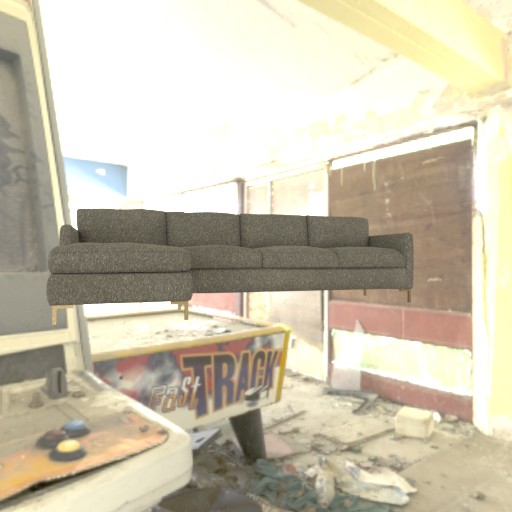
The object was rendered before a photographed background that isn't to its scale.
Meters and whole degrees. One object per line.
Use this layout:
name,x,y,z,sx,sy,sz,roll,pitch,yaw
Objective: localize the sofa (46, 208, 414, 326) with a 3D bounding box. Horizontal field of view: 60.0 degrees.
sofa,0.000,0.000,3.566,2.932,0.810,1.350,0,-1,-19
